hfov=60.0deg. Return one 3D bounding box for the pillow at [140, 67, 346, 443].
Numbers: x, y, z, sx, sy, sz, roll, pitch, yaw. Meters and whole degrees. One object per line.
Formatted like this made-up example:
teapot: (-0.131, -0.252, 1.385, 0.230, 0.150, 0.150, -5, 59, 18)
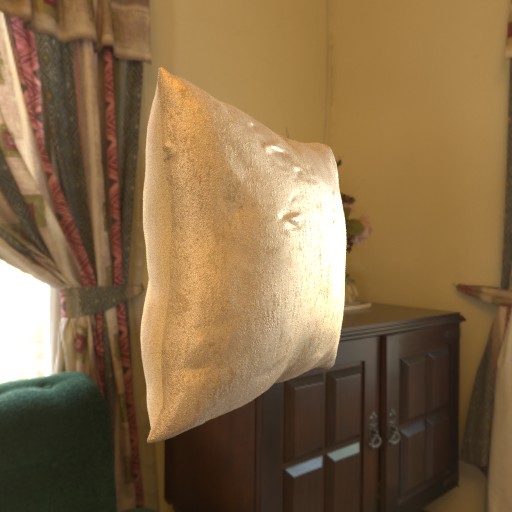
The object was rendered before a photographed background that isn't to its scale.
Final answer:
pillow: (0.000, 0.000, 0.710, 0.245, 0.448, 0.450, -1, -1, 37)
